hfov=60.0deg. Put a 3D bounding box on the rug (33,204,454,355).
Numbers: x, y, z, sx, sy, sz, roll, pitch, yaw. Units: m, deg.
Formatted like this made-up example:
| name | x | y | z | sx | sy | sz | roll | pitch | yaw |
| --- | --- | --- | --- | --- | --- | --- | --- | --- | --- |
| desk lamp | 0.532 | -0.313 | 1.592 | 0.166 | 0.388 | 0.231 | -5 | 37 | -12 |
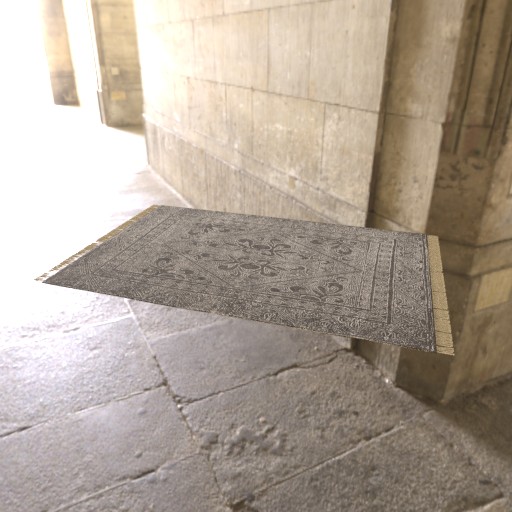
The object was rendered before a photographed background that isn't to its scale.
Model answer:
| name | x | y | z | sx | sy | sz | roll | pitch | yaw |
| --- | --- | --- | --- | --- | --- | --- | --- | --- | --- |
| rug | 0.000 | 0.000 | 3.070 | 2.440 | 0.010 | 1.529 | 8 | 27 | 16 |
